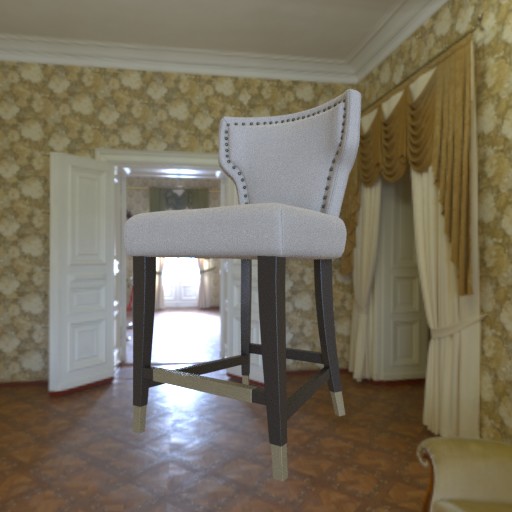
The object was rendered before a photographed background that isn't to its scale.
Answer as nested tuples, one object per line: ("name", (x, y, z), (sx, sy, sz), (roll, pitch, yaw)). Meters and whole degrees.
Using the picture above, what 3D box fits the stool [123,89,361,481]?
("stool", (0.000, 0.000, 1.305), (0.527, 0.982, 0.563), (0, 0, 34))
